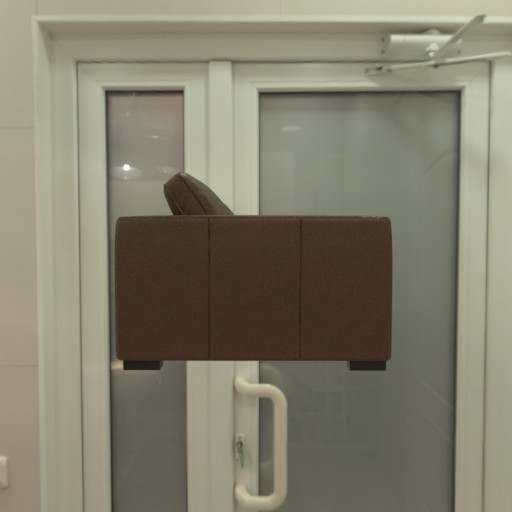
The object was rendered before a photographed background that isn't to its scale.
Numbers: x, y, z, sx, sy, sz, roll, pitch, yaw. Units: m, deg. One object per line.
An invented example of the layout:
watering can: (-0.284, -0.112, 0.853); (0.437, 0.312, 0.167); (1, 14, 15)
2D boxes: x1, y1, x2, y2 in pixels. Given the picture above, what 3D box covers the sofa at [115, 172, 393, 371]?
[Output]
sofa: (0.000, 0.000, 2.768); (1.070, 0.801, 2.262); (0, 2, 1)
